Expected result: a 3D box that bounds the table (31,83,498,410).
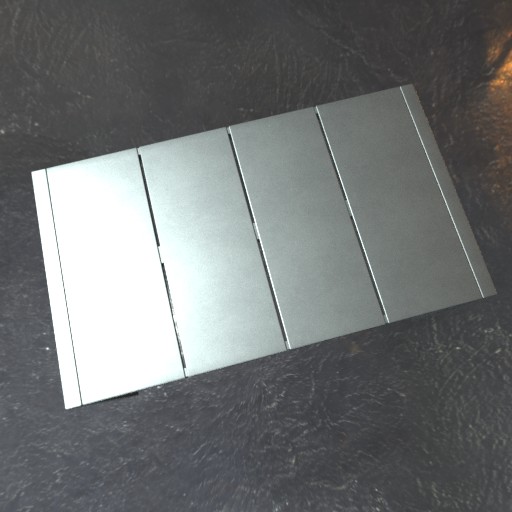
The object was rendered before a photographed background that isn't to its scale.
[{"bbox_3d":[0.000,0.000,1.241,0.965,0.460,0.559,-14,76,-4],"label":"table"}]
